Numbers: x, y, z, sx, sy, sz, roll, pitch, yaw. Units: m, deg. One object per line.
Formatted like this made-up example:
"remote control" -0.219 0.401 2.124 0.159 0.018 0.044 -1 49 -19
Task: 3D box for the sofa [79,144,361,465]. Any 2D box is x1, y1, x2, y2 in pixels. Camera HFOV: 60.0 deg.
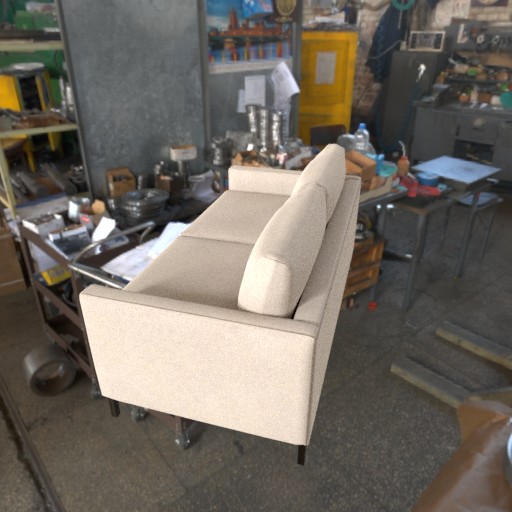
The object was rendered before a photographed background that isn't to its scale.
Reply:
"sofa" 0.000 0.000 2.245 0.875 0.840 1.682 8 29 15
